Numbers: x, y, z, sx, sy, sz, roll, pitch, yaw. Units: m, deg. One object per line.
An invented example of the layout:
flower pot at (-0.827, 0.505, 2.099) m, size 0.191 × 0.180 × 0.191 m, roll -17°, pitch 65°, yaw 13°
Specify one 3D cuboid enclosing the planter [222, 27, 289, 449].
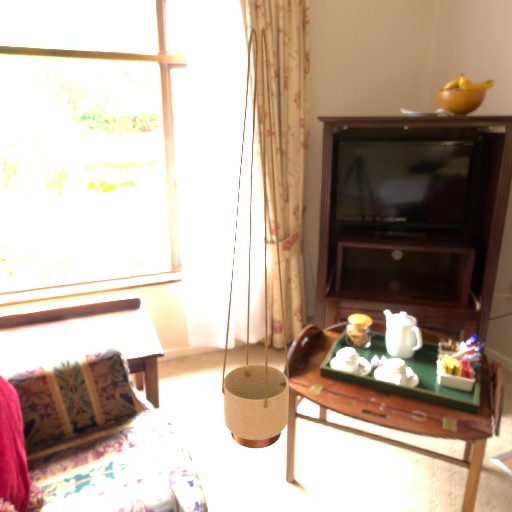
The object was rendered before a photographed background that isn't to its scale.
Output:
planter at (0.000, 0.000, 0.901) m, size 0.146 × 0.841 × 0.146 m, roll 9°, pitch 18°, yaw 27°
